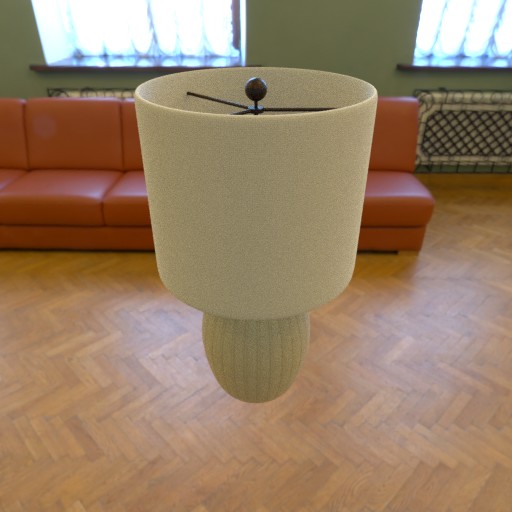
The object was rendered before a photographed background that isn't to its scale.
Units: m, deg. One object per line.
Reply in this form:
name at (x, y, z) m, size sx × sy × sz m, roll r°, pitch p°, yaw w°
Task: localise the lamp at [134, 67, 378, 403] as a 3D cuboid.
lamp at (0.000, 0.000, 0.754) m, size 0.329 × 0.570 × 0.329 m, roll 0°, pitch 32°, yaw 0°
